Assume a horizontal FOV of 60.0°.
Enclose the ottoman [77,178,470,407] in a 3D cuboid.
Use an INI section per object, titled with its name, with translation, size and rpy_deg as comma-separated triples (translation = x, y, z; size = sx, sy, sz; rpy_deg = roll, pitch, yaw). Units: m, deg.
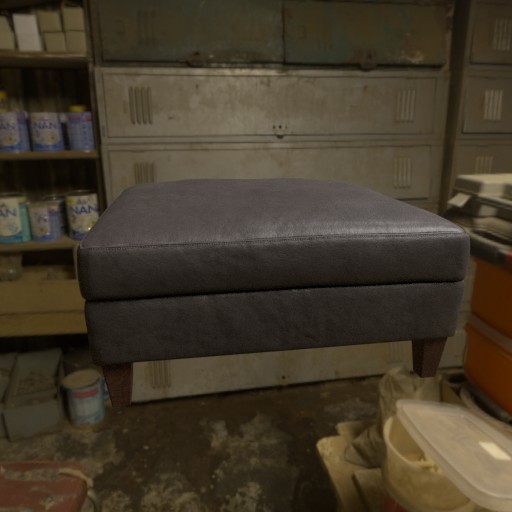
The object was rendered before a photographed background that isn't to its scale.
[ottoman]
translation = 0.000, 0.000, 1.306
size = 0.836, 0.415, 0.844
rpy_deg = -3, 17, -9
